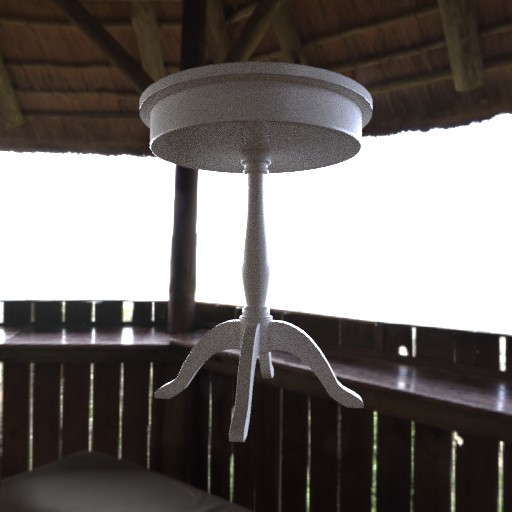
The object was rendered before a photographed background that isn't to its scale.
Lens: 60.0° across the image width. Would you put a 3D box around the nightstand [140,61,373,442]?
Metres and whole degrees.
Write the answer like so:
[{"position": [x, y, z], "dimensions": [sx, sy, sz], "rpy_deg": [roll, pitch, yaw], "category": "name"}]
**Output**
[{"position": [0.000, 0.000, 1.002], "dimensions": [0.513, 0.653, 0.513], "rpy_deg": [0, -1, 18], "category": "nightstand"}]
